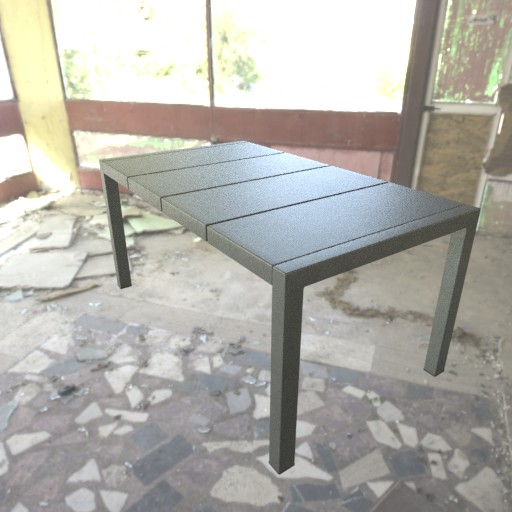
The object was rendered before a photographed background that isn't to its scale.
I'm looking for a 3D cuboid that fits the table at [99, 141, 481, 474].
[{"bbox_3d":[0.000,0.000,1.302,0.559,0.460,0.965,-17,30,-31],"label":"table"}]
